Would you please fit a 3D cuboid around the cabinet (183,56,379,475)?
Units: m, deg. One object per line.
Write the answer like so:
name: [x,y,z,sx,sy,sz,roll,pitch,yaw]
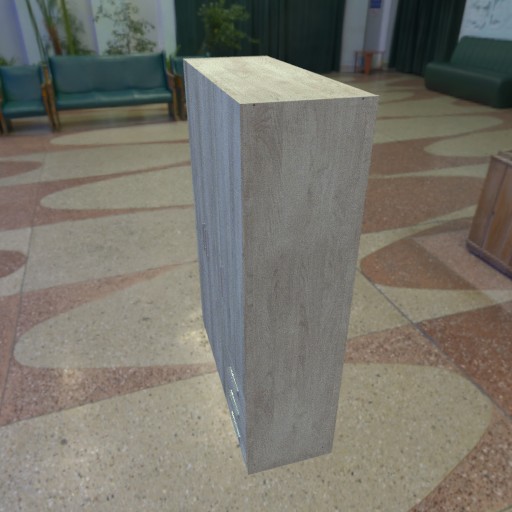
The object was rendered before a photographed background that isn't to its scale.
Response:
cabinet: [0.000,0.000,2.478,0.510,1.910,1.290,-8,31,-14]
